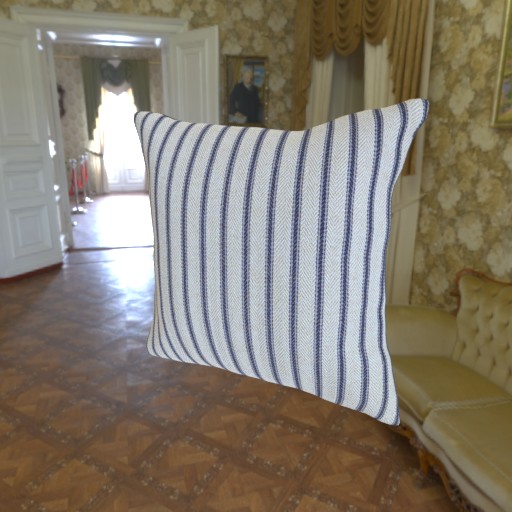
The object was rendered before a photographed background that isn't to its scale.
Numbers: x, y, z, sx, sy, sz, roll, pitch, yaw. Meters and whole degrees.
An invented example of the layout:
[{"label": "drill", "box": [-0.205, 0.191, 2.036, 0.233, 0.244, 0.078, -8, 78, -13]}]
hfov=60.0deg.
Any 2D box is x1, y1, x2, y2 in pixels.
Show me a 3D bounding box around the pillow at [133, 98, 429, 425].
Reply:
[{"label": "pillow", "box": [0.000, 0.000, 0.686, 0.468, 0.444, 0.138, 8, 17, 27]}]
